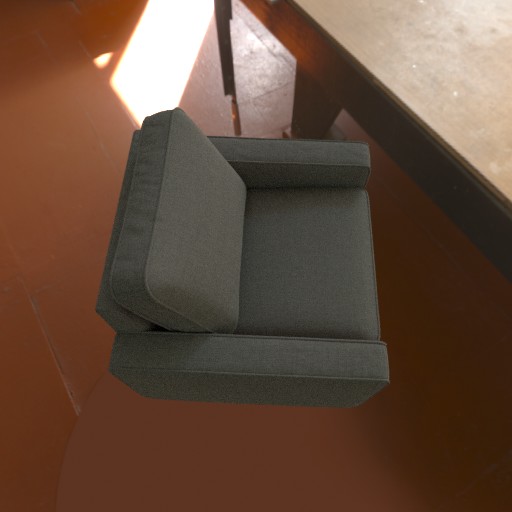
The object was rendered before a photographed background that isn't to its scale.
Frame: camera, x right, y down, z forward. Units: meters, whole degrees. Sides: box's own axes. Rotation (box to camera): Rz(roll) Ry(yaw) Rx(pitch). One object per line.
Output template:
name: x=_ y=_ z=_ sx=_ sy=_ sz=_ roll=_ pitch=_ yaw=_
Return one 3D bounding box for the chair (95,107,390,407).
chair: x=0.000 y=0.000 z=1.740 sx=0.940 sy=0.919 sz=1.017 roll=2 pitch=63 yaw=1
